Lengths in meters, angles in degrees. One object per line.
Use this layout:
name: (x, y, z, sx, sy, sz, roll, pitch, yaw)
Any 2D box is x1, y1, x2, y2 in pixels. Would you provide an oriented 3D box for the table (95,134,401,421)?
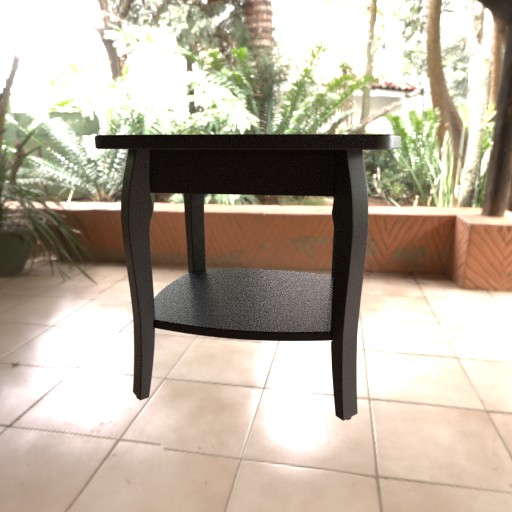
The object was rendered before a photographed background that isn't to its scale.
table: (0.000, 0.000, 0.876, 0.508, 0.457, 0.457, 2, 15, 9)
